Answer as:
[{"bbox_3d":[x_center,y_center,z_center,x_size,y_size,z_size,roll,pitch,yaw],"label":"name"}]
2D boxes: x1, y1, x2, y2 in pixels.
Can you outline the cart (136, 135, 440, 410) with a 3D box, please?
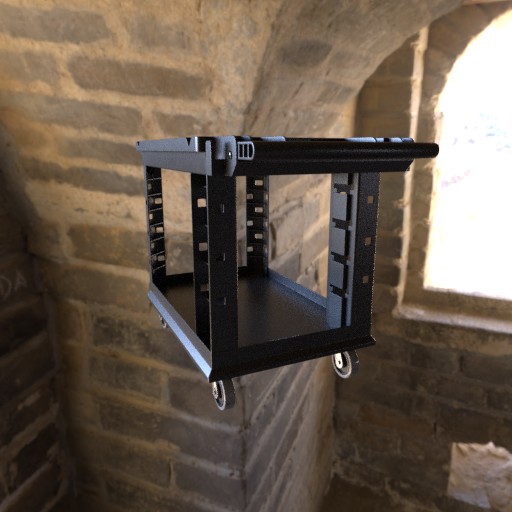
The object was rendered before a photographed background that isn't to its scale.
[{"bbox_3d":[0.000,0.000,1.742,0.674,0.884,1.239,-6,15,-24],"label":"cart"}]
